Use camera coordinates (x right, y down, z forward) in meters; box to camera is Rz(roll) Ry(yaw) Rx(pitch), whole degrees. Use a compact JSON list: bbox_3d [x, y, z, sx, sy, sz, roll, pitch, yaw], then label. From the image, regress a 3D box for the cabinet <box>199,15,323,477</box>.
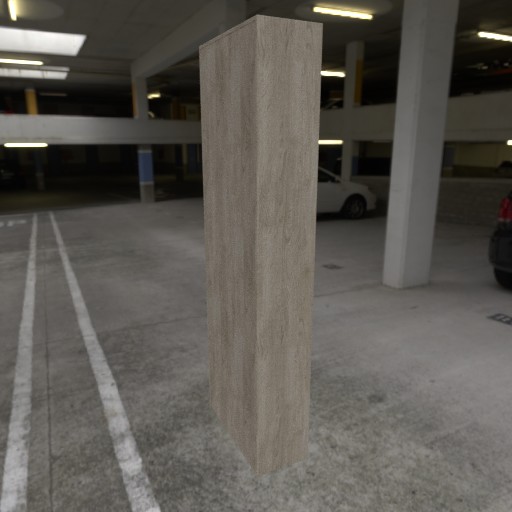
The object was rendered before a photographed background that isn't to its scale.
[{"bbox_3d":[0.000,0.000,1.799,0.250,1.630,0.520,-7,16,-25],"label":"cabinet"}]
